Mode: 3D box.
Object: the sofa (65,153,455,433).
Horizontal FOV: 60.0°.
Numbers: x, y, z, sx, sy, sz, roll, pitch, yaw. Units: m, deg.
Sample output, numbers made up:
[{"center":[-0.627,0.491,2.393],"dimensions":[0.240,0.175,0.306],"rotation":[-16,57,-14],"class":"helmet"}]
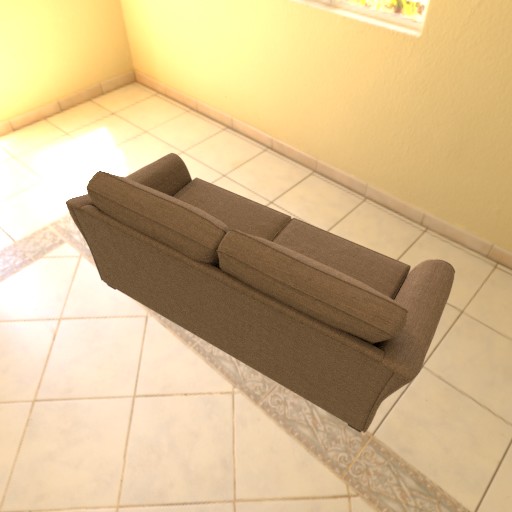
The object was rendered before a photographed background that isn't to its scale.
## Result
[{"center":[0.000,0.000,2.825],"dimensions":[2.270,0.965,0.980],"rotation":[25,52,22],"class":"sofa"}]
